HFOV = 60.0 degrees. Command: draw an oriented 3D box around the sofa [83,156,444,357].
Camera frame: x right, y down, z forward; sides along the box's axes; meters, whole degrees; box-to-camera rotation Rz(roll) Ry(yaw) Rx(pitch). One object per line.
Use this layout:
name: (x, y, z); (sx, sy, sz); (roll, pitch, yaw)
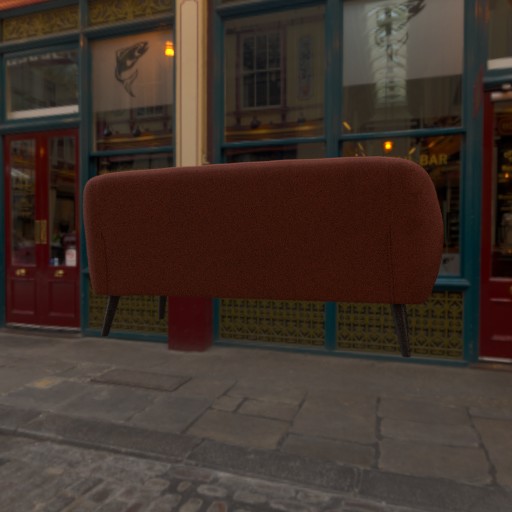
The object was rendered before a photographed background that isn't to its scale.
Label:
sofa: (0.000, 0.000, 2.349); (1.840, 0.836, 0.820); (0, 1, 18)
